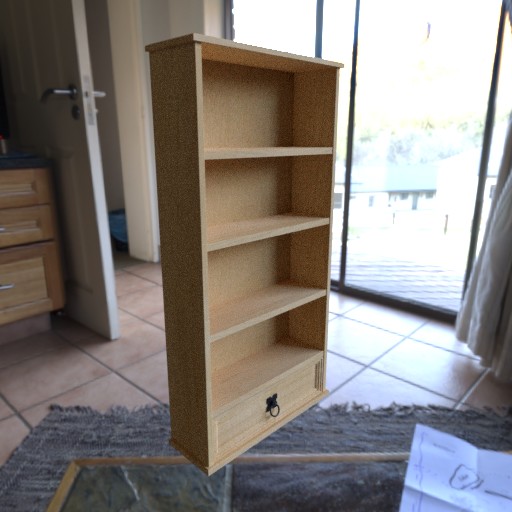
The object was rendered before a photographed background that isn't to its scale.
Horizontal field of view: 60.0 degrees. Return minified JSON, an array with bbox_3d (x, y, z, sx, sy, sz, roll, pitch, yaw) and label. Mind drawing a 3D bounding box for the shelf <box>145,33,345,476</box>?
[{"bbox_3d":[0.000,0.000,1.228,0.175,1.030,0.520,14,21,43],"label":"shelf"}]
